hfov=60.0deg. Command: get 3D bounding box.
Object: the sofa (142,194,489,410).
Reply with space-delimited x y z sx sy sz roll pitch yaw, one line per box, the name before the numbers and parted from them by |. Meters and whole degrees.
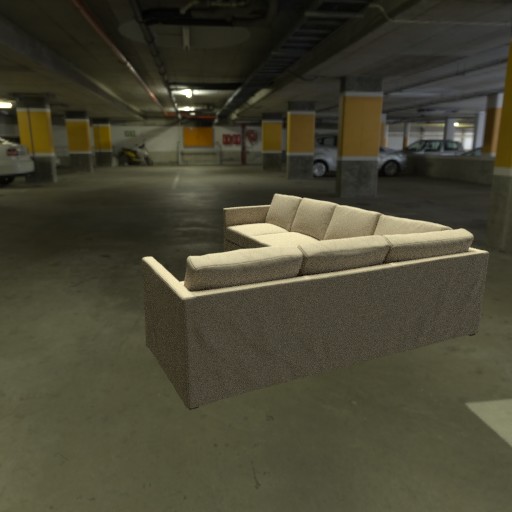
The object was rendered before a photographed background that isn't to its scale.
sofa | 0.000 0.000 4.284 2.432 0.871 3.182 -7 15 -25
